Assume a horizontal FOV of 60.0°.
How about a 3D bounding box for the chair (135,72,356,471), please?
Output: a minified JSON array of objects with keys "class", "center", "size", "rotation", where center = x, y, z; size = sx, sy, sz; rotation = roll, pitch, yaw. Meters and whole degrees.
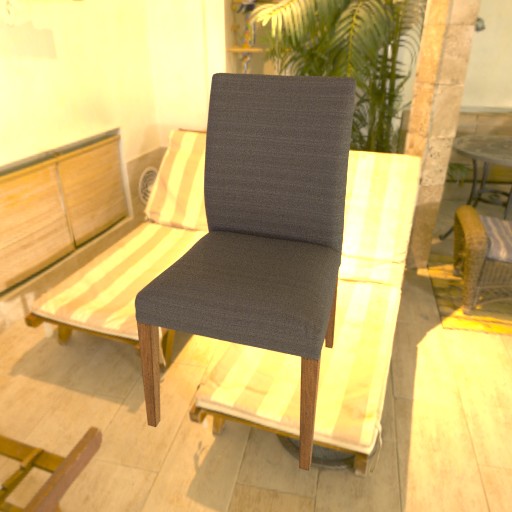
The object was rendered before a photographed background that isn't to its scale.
[{"class":"chair","center":[0.000,0.000,1.295],"size":[0.496,0.940,0.585],"rotation":[9,29,16]}]
